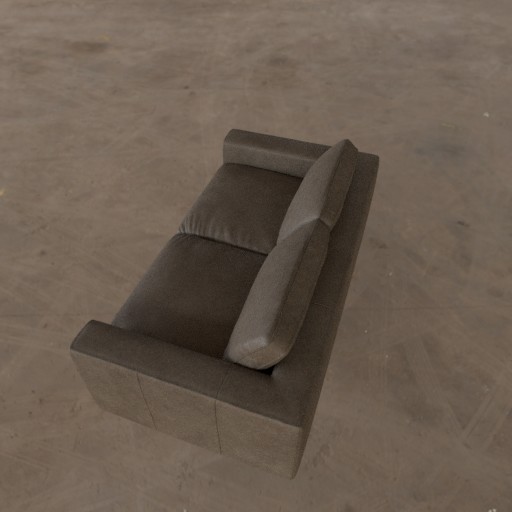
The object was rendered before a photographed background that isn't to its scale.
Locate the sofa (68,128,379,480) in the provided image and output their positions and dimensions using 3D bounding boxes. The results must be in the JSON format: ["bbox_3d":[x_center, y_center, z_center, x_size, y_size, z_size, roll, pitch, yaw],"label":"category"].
[{"bbox_3d":[0.000,0.000,2.489,1.070,0.800,1.920,14,48,13],"label":"sofa"}]
